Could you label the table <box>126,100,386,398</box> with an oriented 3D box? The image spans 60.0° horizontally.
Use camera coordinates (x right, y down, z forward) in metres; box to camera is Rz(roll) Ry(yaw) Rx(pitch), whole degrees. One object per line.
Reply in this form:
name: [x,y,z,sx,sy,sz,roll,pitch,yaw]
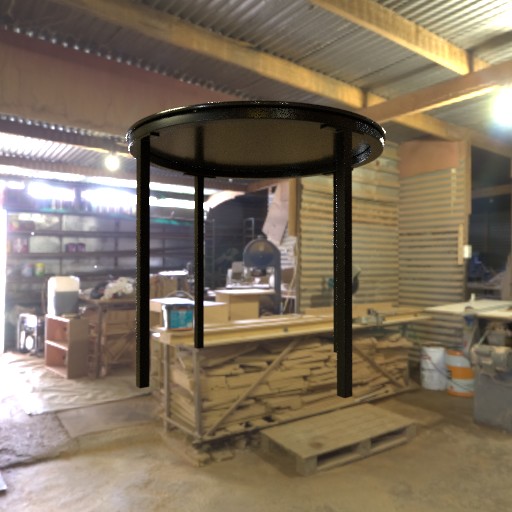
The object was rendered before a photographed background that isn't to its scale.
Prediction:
table: [0.000,0.000,0.884,0.499,0.443,0.499,0,-1,0]
